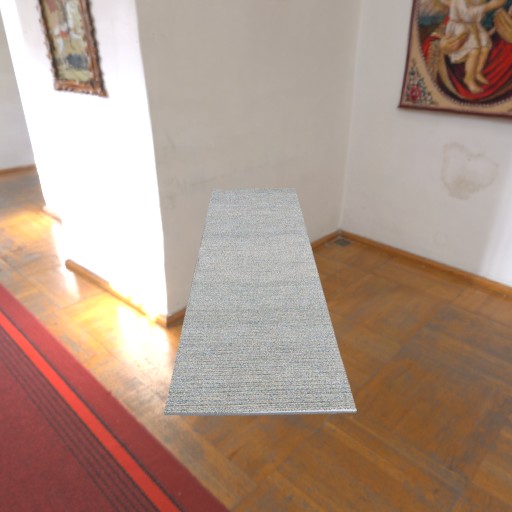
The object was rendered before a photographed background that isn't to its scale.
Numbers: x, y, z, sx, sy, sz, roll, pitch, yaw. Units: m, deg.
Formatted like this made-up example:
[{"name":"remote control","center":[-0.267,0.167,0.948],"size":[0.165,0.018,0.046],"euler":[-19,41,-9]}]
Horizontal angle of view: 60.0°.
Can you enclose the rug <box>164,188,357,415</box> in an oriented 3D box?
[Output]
[{"name":"rug","center":[0.000,0.000,2.573],"size":[0.675,0.037,2.341],"euler":[0,28,-1]}]
